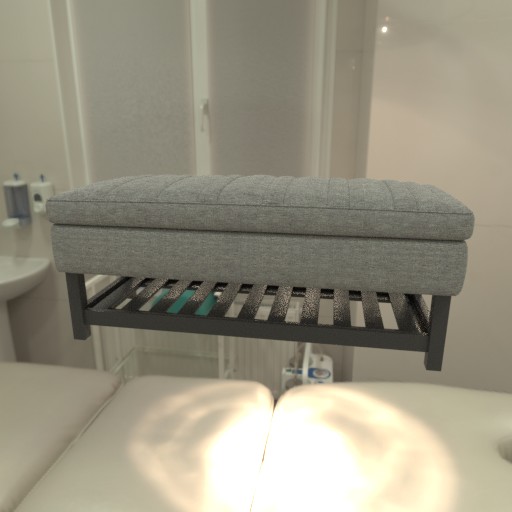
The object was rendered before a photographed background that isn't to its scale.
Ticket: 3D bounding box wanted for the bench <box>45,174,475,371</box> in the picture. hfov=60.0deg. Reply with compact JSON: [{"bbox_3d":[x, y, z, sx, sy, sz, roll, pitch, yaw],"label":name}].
[{"bbox_3d":[0.000,0.000,1.336,1.100,0.470,0.429,3,17,9],"label":"bench"}]
